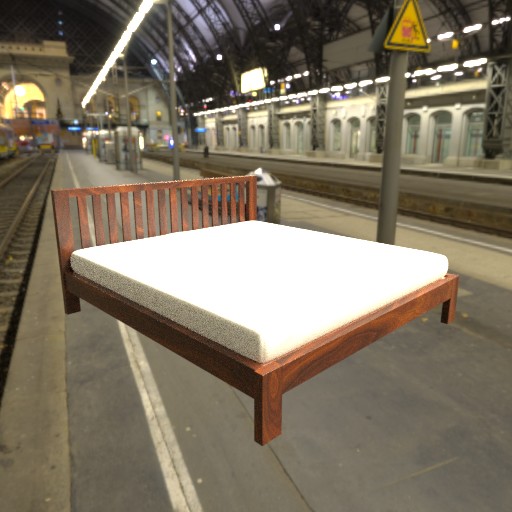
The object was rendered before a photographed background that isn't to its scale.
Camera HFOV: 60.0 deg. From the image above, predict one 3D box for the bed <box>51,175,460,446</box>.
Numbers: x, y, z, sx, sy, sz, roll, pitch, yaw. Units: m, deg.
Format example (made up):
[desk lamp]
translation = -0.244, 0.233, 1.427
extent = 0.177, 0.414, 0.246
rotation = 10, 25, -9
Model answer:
[bed]
translation = 0.000, 0.000, 3.054
extent = 1.905, 0.890, 2.030
rotation = -14, 20, -42
